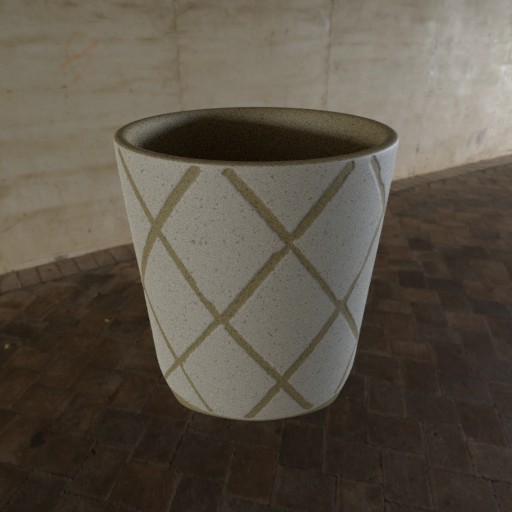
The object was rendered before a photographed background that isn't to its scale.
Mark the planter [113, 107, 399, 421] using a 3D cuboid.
[{"bbox_3d":[0.000,0.000,0.352,0.191,0.199,0.191,0,27,0],"label":"planter"}]
